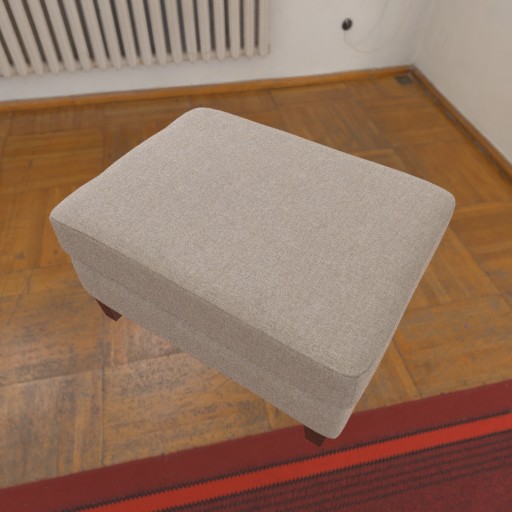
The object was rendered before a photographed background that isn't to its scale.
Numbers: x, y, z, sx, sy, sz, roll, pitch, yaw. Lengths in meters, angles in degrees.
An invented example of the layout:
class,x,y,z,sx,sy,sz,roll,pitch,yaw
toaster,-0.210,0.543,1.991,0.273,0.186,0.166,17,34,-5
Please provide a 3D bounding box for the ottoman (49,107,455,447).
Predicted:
class,x,y,z,sx,sy,sz,roll,pitch,yaw
ottoman,0.000,0.000,1.318,0.898,0.519,0.677,25,53,21
